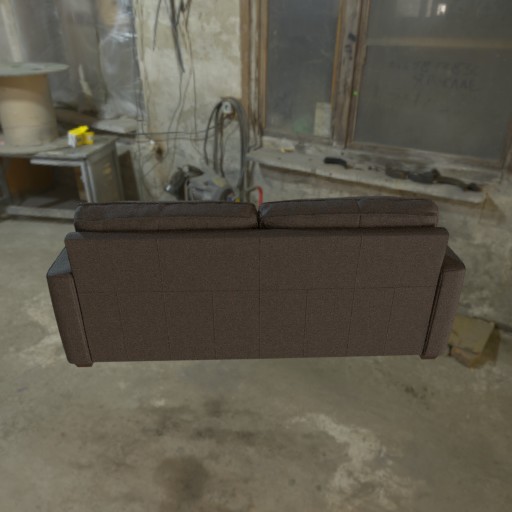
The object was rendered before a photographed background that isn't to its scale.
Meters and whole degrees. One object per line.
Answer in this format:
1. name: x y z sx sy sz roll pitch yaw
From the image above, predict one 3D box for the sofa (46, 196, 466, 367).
1. sofa: 0.000 0.000 2.597 2.080 0.919 0.940 -1 28 -2
